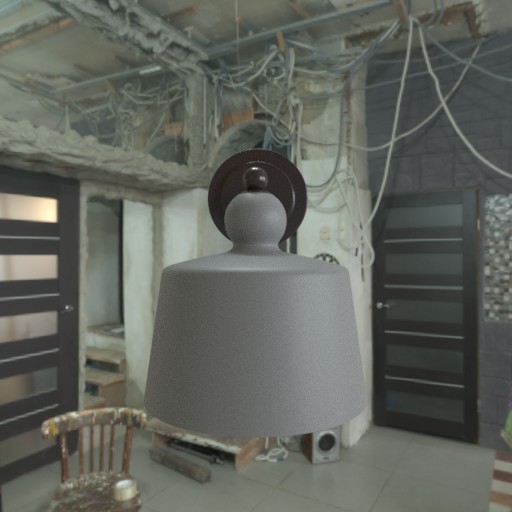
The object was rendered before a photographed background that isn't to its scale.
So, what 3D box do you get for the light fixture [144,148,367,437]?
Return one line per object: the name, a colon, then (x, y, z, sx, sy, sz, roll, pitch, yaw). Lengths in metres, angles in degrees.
light fixture: (0.000, 0.000, 0.441, 0.204, 0.268, 0.254, 0, 0, 1)
